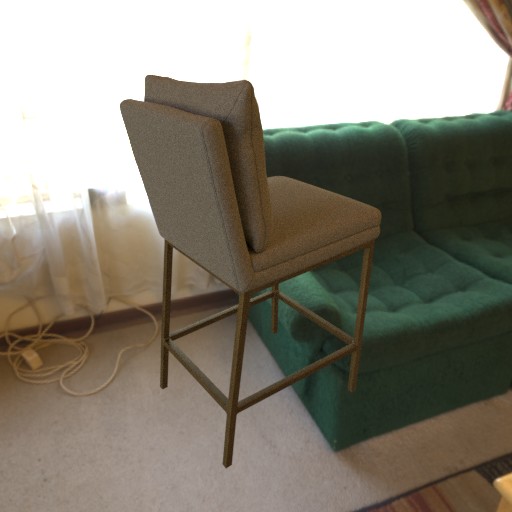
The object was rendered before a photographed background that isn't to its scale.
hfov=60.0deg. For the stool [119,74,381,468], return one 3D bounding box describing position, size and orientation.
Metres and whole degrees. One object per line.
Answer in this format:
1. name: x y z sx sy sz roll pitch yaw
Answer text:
1. stool: 0.000 0.000 1.332 0.569 1.030 0.463 -19 32 -33
